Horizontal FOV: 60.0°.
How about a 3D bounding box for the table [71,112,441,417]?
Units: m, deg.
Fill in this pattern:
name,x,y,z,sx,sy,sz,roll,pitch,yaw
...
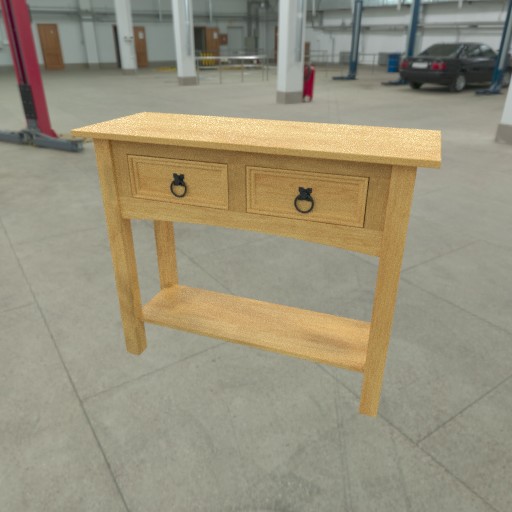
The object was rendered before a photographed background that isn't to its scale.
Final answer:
name,x,y,z,sx,sy,sz,roll,pitch,yaw
table,0.000,0.000,1.310,0.900,0.728,0.340,9,28,18
